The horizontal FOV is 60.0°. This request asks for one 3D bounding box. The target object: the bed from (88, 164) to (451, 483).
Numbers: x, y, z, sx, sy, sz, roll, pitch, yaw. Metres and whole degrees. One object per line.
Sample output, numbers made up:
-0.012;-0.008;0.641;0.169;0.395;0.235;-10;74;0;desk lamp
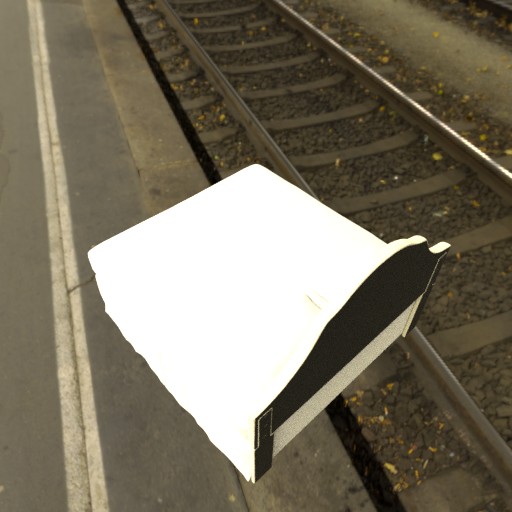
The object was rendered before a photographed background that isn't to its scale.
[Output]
0.000;0.000;3.462;2.012;1.555;2.086;-33;54;-28;bed
